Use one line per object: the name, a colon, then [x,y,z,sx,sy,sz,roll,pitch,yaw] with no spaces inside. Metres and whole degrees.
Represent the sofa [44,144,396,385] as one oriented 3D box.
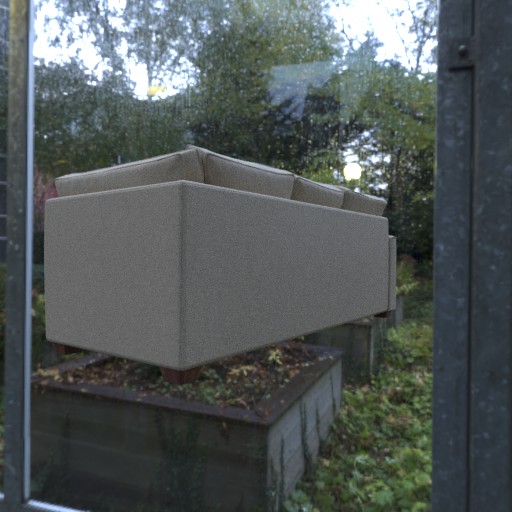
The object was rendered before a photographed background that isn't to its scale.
sofa: [0.000,0.000,2.857,1.061,0.962,2.317,0,0,36]
